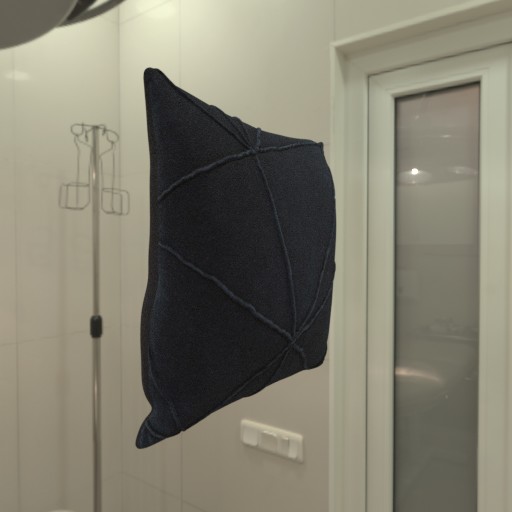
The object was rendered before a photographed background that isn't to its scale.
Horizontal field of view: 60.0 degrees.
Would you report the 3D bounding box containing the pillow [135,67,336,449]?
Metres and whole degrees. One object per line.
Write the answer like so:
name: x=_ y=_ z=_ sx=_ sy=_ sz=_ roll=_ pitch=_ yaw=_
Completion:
pillow: x=0.000 y=0.000 z=0.675 sx=0.183 sy=0.440 sz=0.439 roll=1 pitch=2 yaw=36
